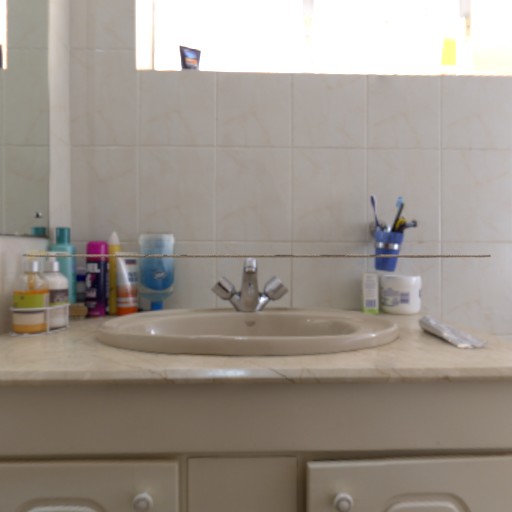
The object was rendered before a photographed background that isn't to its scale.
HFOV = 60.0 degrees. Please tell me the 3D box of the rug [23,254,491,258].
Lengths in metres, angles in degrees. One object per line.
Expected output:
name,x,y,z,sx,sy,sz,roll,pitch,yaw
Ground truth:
rug,0.000,0.000,2.510,2.301,0.017,0.692,0,0,1
